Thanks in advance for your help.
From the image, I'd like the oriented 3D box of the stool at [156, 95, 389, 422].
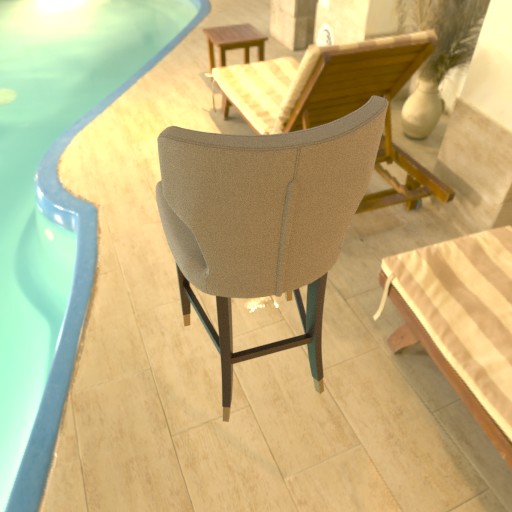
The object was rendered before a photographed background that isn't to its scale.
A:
[{"bbox_3d":[0.000,0.000,1.392,0.526,1.092,0.563,-12,44,-13],"label":"stool"}]
